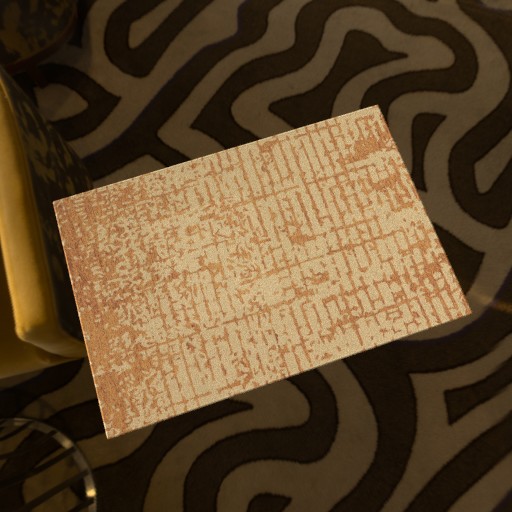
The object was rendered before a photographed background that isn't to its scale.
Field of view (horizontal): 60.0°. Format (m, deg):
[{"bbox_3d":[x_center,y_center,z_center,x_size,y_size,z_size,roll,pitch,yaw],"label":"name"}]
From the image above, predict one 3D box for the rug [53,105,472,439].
[{"bbox_3d":[0.000,0.000,2.240,1.829,0.011,1.219,-18,76,-5],"label":"rug"}]
